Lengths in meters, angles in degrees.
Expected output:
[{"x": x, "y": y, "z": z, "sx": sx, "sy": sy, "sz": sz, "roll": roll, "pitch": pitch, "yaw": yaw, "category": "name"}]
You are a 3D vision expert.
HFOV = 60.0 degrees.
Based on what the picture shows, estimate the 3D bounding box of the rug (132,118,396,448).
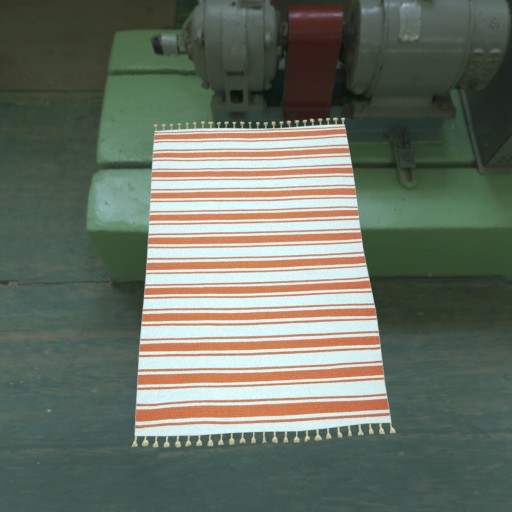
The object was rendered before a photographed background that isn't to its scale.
[{"x": 0.000, "y": 0.000, "z": 3.106, "sx": 1.556, "sy": 0.022, "sz": 2.433, "roll": -2, "pitch": 65, "yaw": -1, "category": "rug"}]
